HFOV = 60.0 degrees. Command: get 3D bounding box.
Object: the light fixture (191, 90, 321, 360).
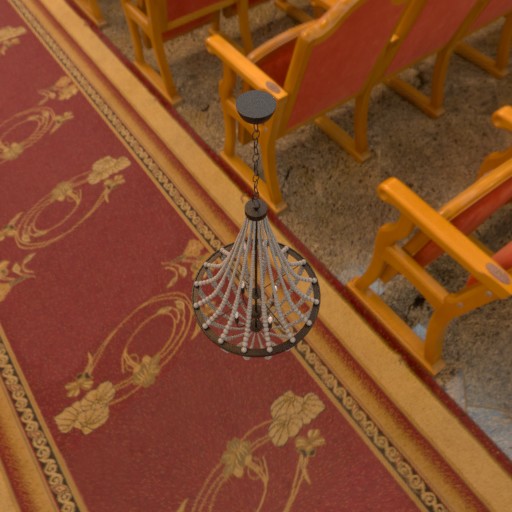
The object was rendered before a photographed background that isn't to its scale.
[{"bbox_3d":[0.000,0.000,1.331,0.450,1.133,0.450,0,59,0],"label":"light fixture"}]
